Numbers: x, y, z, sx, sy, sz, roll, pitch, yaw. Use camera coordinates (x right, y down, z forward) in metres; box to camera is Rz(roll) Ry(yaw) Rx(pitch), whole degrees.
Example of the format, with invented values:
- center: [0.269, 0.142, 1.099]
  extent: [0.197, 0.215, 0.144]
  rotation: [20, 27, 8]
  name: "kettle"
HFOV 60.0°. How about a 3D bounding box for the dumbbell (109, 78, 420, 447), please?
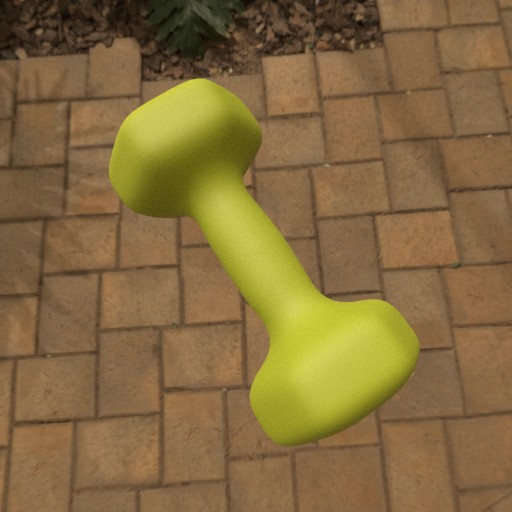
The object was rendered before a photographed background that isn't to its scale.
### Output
- center: [0.000, 0.000, 0.207]
  extent: [0.080, 0.072, 0.164]
  rotation: [-32, 77, -8]
  name: "dumbbell"
